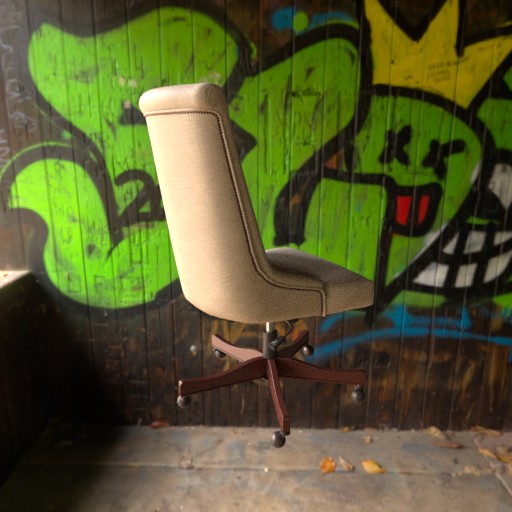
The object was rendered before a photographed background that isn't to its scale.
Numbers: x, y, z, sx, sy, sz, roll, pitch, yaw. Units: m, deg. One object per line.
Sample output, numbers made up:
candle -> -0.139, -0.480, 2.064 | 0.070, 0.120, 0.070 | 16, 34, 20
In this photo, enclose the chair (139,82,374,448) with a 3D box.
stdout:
chair -> 0.000, 0.000, 1.472 | 0.696, 1.010, 0.645 | -7, 16, -26
